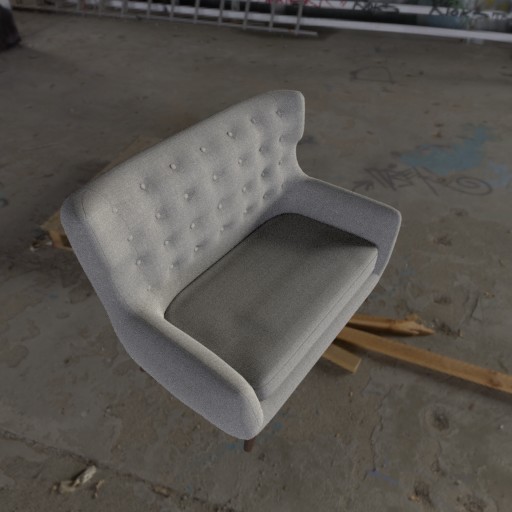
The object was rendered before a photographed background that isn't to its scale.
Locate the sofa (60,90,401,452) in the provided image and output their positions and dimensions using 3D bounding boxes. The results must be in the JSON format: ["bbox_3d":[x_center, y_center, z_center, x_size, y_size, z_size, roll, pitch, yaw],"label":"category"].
[{"bbox_3d":[0.000,0.000,2.052,0.884,1.028,1.386,27,48,27],"label":"sofa"}]
